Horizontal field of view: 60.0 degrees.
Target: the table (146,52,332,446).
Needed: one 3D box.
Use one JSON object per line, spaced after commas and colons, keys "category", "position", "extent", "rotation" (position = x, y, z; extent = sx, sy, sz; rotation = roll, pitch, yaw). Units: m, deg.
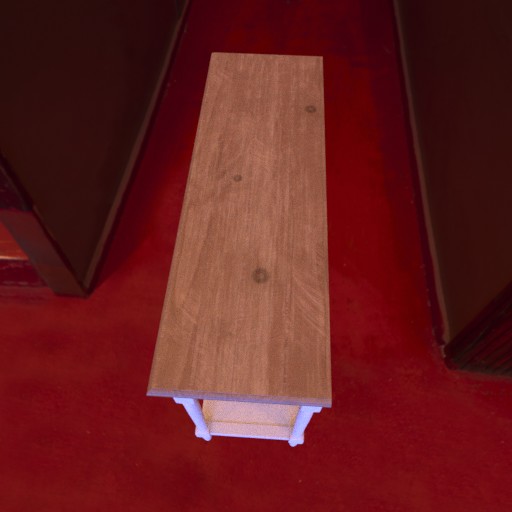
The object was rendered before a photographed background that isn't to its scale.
{"category": "table", "position": [0.000, 0.000, 1.602], "extent": [0.399, 0.800, 1.219], "rotation": [3, 58, 2]}
